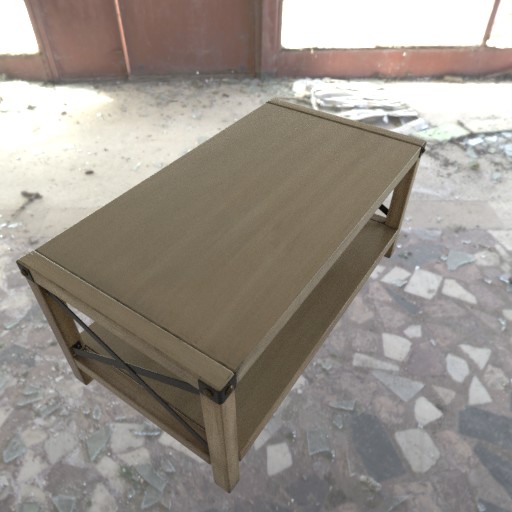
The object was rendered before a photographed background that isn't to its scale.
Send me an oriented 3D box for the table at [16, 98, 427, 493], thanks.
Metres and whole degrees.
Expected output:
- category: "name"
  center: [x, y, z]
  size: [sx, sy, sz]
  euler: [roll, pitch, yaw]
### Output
- category: "table"
  center: [0.000, 0.000, 1.277]
  size: [0.559, 0.456, 1.016]
  euler: [25, 48, 25]
